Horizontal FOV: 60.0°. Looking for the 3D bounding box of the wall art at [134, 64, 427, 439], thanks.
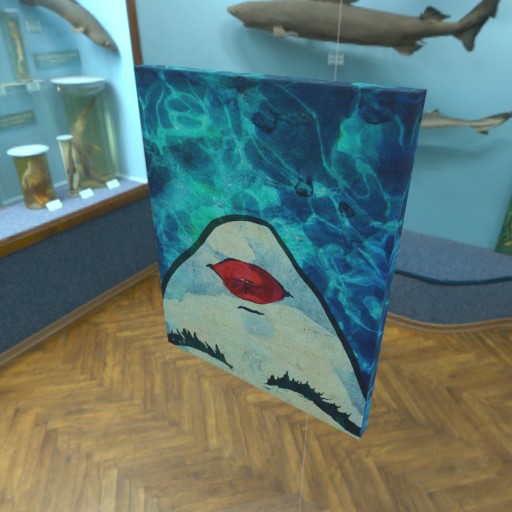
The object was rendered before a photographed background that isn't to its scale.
[{"bbox_3d":[0.000,0.000,0.836,0.508,0.635,0.038,19,34,30],"label":"wall art"}]
